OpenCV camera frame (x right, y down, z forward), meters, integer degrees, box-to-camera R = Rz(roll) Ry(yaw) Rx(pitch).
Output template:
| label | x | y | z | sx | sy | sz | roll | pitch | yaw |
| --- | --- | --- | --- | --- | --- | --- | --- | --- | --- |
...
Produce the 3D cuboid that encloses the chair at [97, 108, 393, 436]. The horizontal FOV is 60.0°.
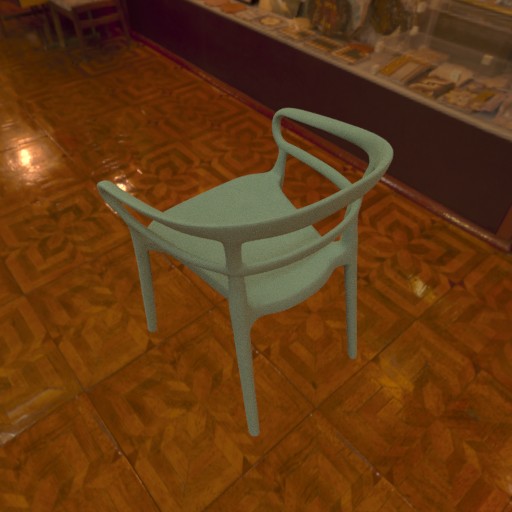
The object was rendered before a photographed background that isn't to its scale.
| label | x | y | z | sx | sy | sz | roll | pitch | yaw |
| --- | --- | --- | --- | --- | --- | --- | --- | --- | --- |
| chair | 0.000 | 0.000 | 1.161 | 0.559 | 0.761 | 0.527 | -30 | 53 | -25 |
